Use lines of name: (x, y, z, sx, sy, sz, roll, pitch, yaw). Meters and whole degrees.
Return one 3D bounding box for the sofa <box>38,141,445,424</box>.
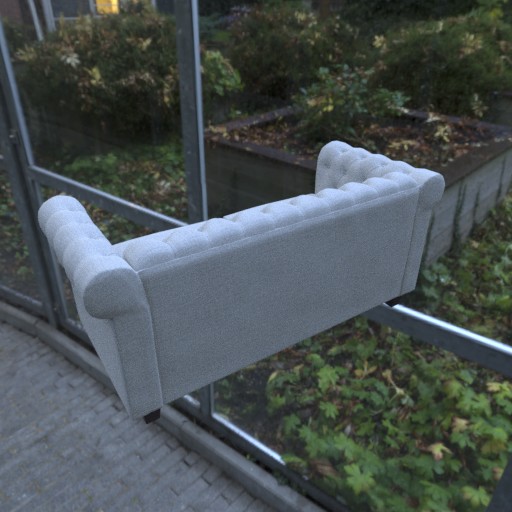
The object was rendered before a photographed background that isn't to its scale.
sofa: (0.000, 0.000, 2.239, 1.798, 0.797, 0.783, -18, 34, -29)
